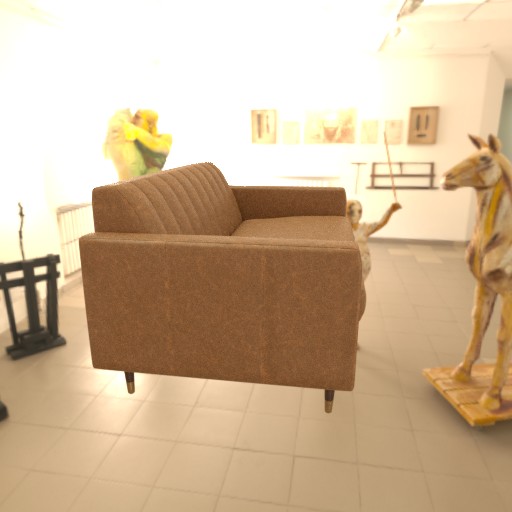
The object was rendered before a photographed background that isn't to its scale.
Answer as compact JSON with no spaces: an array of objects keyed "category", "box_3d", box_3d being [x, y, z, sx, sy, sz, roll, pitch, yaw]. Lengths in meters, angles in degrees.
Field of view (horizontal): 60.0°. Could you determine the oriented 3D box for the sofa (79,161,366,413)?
[{"category":"sofa","box_3d":[0.000,0.000,2.170,0.960,0.820,1.549,3,16,9]}]
